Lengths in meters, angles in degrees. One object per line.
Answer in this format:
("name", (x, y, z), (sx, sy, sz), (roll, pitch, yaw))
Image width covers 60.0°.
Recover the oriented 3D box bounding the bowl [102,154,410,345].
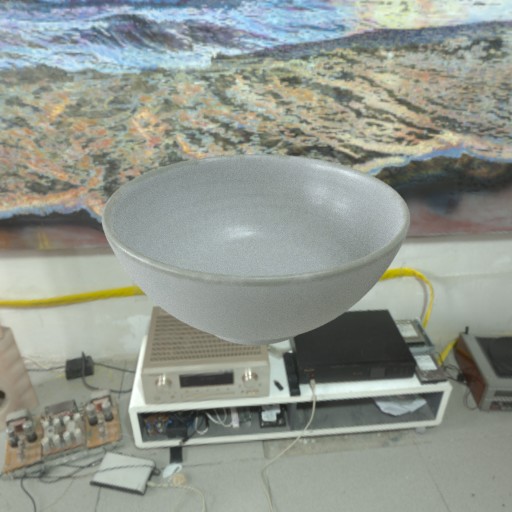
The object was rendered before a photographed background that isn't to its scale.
("bowl", (0.000, 0.000, 0.431), (0.268, 0.121, 0.268), (0, 30, 0))
